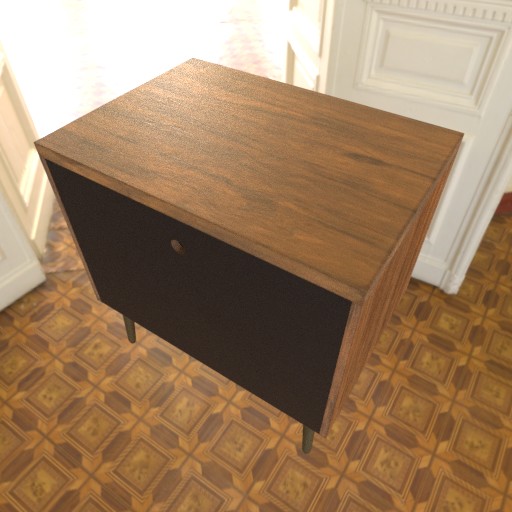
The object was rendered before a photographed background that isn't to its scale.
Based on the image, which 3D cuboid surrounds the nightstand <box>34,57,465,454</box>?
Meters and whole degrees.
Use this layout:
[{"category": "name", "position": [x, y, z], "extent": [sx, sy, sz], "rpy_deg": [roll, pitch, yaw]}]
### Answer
[{"category": "nightstand", "position": [0.000, 0.000, 0.993], "extent": [0.610, 0.610, 0.458], "rpy_deg": [25, 51, 22]}]
